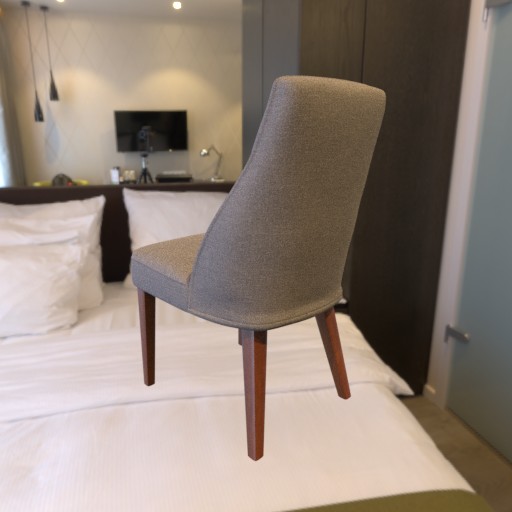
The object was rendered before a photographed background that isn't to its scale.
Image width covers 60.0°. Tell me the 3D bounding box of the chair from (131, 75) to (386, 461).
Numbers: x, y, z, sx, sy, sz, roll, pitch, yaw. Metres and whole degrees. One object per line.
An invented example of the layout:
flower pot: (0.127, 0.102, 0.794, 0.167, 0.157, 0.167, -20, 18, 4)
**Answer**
chair: (0.000, 0.000, 1.307, 0.500, 0.930, 0.620, -14, 21, -42)
